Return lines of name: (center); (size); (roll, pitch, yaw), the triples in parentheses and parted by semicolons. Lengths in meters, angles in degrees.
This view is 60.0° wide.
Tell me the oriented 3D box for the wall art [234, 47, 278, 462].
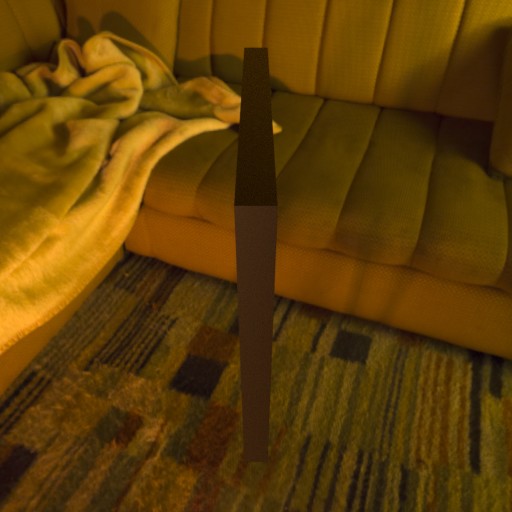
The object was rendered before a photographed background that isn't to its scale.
wall art: (0.000, 0.000, 0.539); (0.029, 0.381, 0.330); (0, 42, 0)
